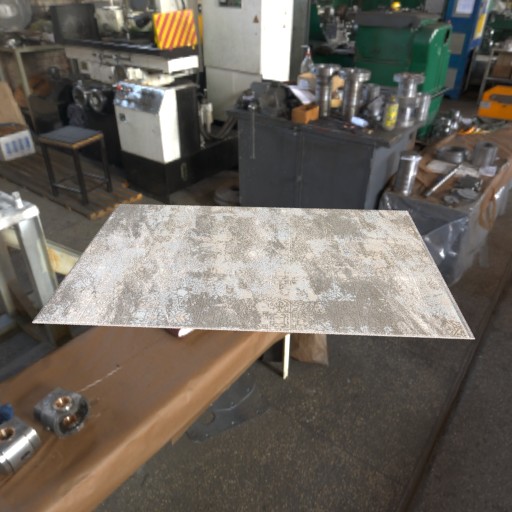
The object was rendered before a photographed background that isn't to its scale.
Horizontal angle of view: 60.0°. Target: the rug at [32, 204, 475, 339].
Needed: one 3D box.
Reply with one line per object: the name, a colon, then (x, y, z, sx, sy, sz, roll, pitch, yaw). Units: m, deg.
rug: (0.000, 0.000, 3.078, 2.431, 0.012, 1.536, 2, 32, 3)
